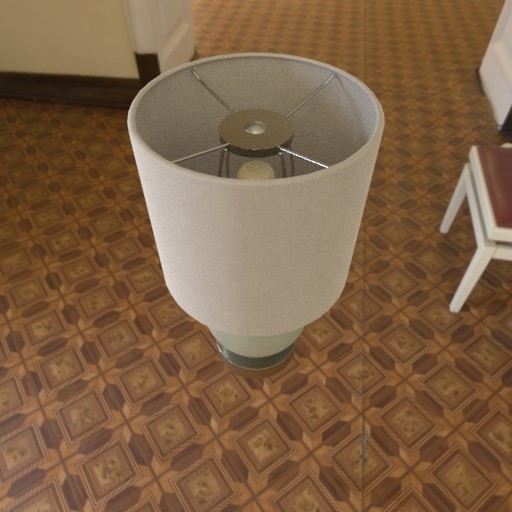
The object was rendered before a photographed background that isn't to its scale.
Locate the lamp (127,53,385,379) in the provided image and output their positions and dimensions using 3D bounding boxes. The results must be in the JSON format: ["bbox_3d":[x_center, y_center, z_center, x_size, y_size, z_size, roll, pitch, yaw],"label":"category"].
[{"bbox_3d":[0.000,0.000,0.481,0.201,0.353,0.201,17,50,15],"label":"lamp"}]
